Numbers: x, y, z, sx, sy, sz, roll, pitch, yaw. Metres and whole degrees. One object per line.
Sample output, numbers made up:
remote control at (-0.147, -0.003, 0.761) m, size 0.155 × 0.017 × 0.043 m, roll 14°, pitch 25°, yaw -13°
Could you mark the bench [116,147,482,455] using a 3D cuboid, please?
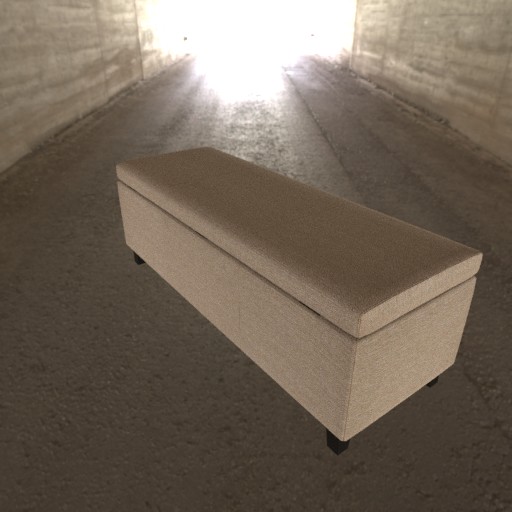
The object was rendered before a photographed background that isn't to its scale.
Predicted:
bench at (0.000, 0.000, 1.475) m, size 0.446 × 0.438 × 1.269 m, roll -19°, pitch 34°, yaw -32°
